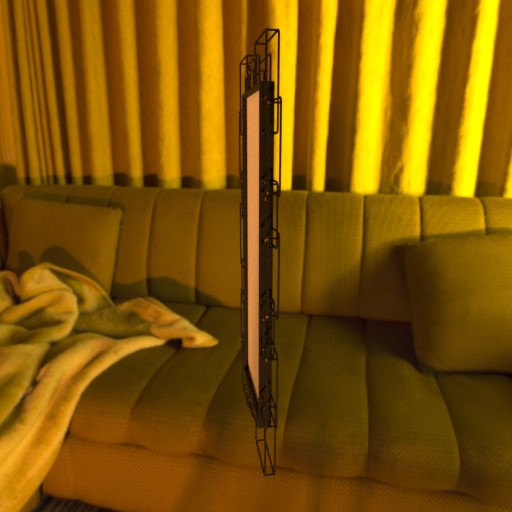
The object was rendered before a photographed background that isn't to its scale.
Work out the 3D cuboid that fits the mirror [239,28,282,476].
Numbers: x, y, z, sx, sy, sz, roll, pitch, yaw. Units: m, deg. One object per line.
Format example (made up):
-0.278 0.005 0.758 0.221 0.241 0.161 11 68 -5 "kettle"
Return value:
0.000 0.000 1.384 0.037 1.192 0.565 -2 15 -9 "mirror"
